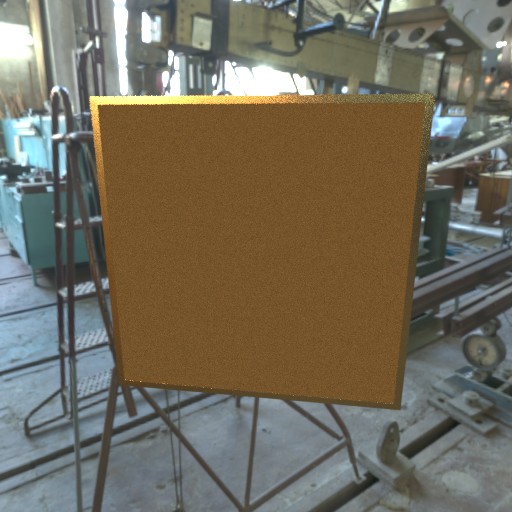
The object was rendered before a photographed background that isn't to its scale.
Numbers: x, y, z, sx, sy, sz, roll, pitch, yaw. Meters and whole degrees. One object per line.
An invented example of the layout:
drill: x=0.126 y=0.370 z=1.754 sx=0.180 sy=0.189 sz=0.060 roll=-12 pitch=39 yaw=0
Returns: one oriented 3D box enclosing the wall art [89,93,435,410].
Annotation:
wall art: x=0.000 y=0.000 z=0.448 sx=0.304 sy=0.304 sz=0.038 roll=2 pitch=17 yaw=8
